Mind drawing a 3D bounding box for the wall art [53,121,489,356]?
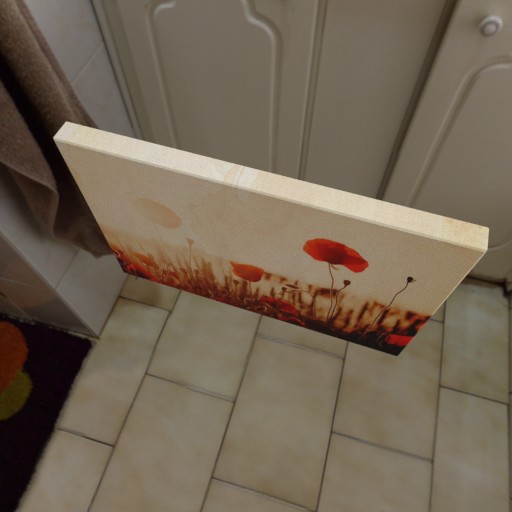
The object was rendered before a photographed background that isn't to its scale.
[{"bbox_3d":[0.000,0.000,0.777,0.613,0.402,0.040,16,60,9],"label":"wall art"}]
